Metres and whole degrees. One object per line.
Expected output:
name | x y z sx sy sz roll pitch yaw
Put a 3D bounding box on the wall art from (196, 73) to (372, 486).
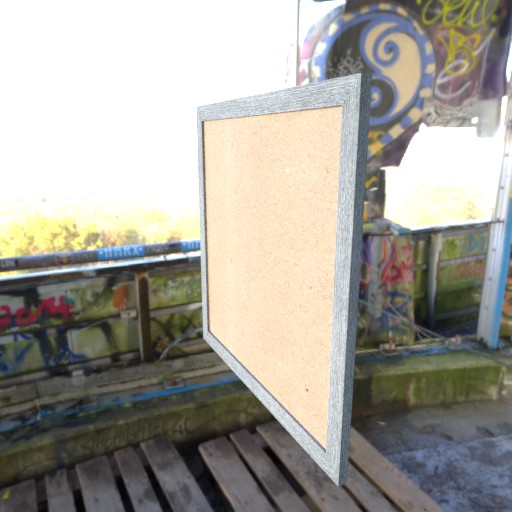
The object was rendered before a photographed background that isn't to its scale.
wall art | 0.000 0.000 1.000 0.020 0.685 0.685 -7 16 -26
